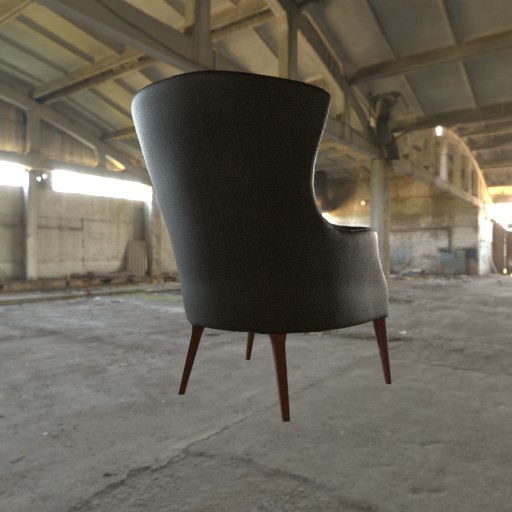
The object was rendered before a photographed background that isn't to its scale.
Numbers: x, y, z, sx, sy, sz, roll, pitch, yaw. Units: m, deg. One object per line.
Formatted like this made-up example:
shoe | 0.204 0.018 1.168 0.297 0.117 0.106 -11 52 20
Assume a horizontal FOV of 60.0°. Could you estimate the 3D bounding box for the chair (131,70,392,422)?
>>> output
chair | 0.000 0.000 1.710 0.819 1.068 0.954 0 0 36
